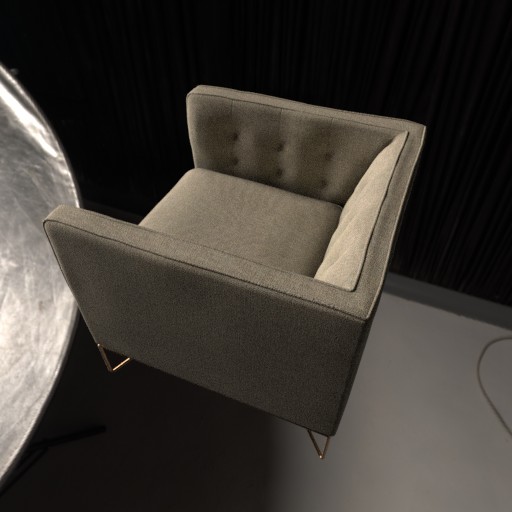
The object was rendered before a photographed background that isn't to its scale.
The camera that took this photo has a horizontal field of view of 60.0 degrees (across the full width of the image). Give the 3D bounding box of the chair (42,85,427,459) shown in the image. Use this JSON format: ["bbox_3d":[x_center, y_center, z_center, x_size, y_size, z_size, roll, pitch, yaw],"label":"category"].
[{"bbox_3d":[0.000,0.000,1.617,0.912,0.799,0.920,17,48,16],"label":"chair"}]
